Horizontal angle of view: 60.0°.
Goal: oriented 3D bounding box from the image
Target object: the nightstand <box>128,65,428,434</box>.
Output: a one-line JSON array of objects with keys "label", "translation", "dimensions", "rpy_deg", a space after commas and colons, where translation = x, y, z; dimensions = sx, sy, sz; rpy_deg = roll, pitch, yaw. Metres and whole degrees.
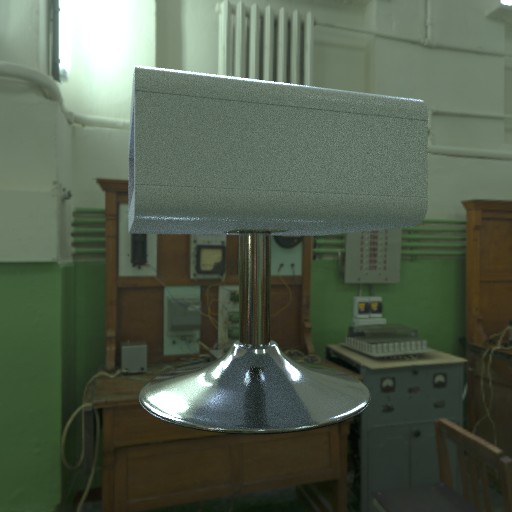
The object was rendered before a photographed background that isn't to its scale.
[{"label": "nightstand", "translation": [0.000, 0.000, 0.743], "dimensions": [0.404, 0.447, 0.399], "rpy_deg": [0, 0, -17]}]
